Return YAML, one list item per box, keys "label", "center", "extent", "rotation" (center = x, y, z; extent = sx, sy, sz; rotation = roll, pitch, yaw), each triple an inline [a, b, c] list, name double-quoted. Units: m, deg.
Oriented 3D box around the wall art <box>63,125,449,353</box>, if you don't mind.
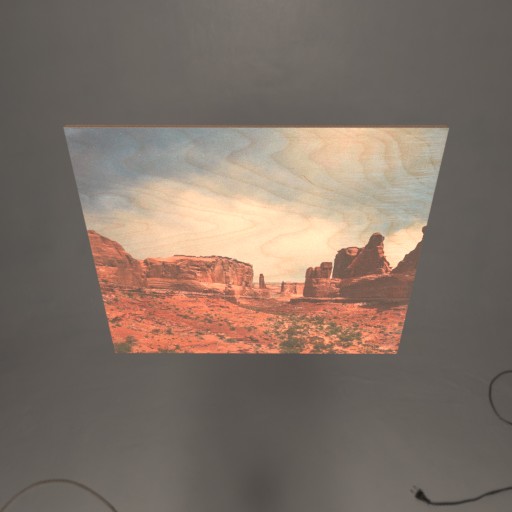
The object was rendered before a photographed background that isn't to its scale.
- label: "wall art"
  center: [0.000, 0.000, 0.696]
  extent: [0.508, 0.406, 0.013]
  rotation: [0, 32, 0]
